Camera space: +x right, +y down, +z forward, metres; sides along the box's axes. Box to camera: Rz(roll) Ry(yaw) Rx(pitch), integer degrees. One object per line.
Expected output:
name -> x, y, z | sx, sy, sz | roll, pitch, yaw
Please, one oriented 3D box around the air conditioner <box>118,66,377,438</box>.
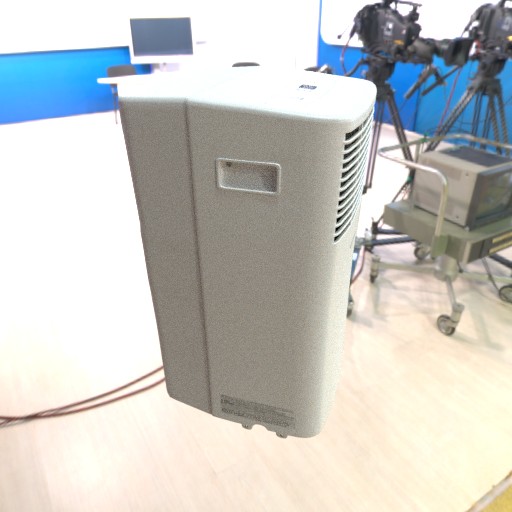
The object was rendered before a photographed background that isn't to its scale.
air conditioner -> 0.000, 0.000, 0.810 | 0.349, 0.606, 0.304 | 10, 32, 17
